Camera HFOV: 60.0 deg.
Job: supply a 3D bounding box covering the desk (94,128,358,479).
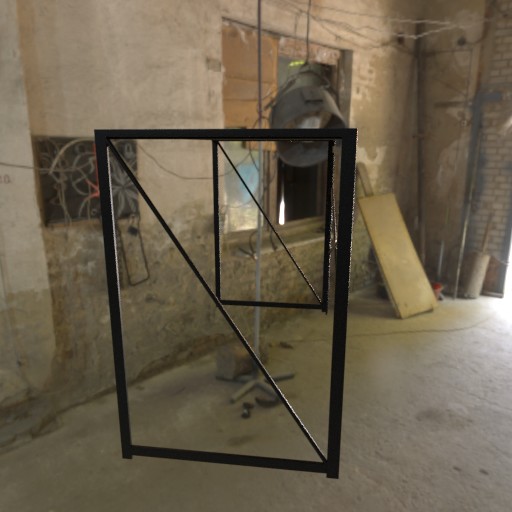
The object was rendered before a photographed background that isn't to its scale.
[{"bbox_3d":[0.000,0.000,1.409,0.505,0.747,1.015,2,14,7],"label":"desk"}]
